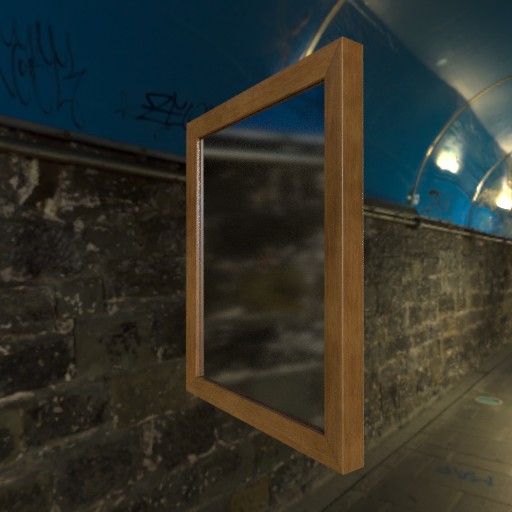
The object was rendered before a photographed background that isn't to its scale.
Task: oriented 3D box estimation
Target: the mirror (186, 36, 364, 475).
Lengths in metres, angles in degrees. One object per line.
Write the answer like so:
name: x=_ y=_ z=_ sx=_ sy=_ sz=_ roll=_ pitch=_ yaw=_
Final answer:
mirror: x=0.000 y=0.000 z=0.690 sx=0.041 sy=0.508 sz=0.405 roll=0 pitch=-1 yaw=-35
